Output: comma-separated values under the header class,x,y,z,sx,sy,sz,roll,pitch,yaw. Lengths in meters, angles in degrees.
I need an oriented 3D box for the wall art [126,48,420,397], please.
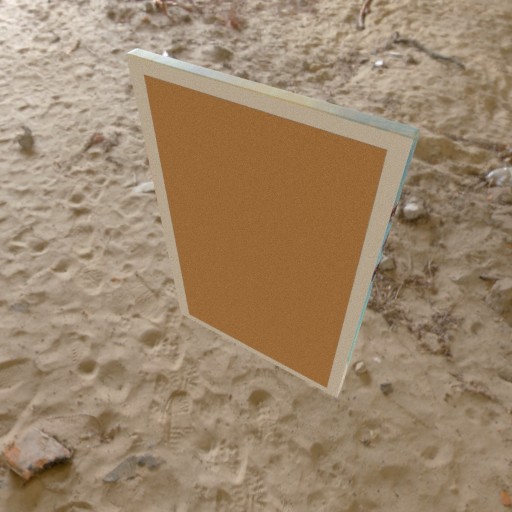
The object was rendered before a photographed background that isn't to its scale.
class,x,y,z,sx,sy,sz,roll,pitch,yaw
wall art,0.000,0.000,1.147,0.605,0.915,0.037,24,52,21
